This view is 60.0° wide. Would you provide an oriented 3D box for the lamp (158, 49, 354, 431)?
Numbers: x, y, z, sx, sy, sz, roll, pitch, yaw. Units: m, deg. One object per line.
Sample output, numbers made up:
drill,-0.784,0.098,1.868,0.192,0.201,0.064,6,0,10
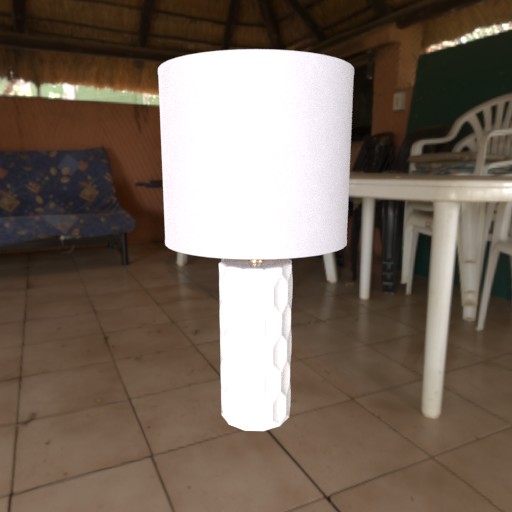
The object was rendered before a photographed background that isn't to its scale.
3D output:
lamp,0.000,0.000,0.692,0.277,0.537,0.277,-6,13,-26
